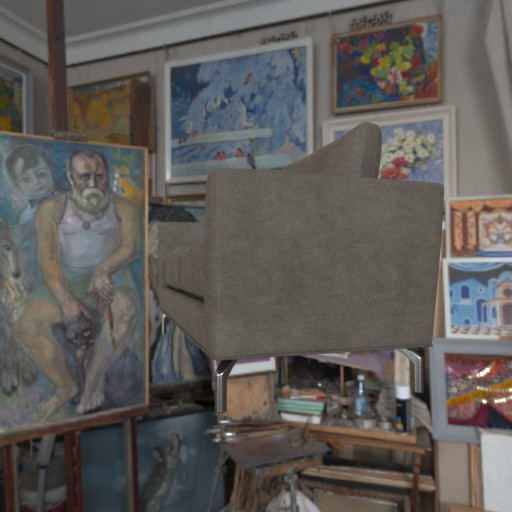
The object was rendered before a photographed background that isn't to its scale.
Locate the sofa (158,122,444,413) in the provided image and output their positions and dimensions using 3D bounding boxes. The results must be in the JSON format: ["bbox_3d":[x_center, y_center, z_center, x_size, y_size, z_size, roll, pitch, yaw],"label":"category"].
[{"bbox_3d":[0.000,0.000,2.308,0.855,1.013,1.832,0,-1,-18],"label":"sofa"}]
